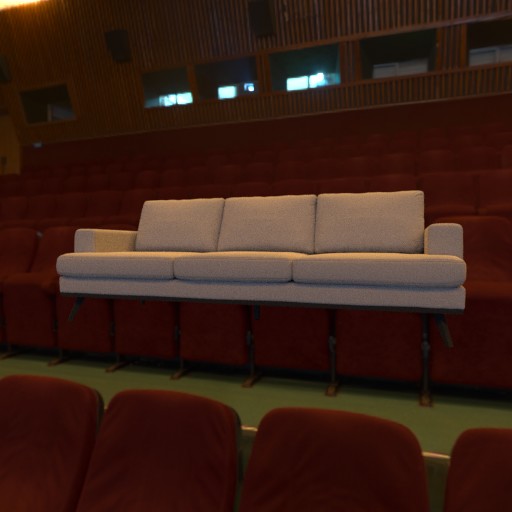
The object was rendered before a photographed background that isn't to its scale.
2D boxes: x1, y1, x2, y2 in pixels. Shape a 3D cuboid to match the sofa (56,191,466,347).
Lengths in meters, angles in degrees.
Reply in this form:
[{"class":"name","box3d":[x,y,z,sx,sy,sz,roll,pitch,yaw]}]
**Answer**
[{"class":"sofa","box3d":[0.000,0.000,2.782,2.310,0.810,0.920,0,1,19]}]
